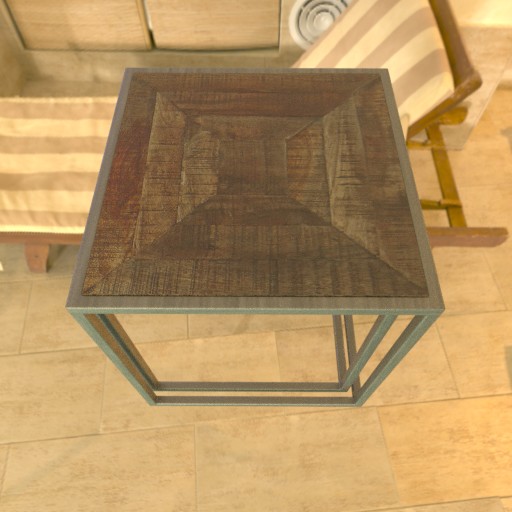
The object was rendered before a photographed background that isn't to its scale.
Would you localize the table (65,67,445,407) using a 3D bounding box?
[{"bbox_3d":[0.000,0.000,0.849,0.449,0.500,0.450,0,58,0],"label":"table"}]
